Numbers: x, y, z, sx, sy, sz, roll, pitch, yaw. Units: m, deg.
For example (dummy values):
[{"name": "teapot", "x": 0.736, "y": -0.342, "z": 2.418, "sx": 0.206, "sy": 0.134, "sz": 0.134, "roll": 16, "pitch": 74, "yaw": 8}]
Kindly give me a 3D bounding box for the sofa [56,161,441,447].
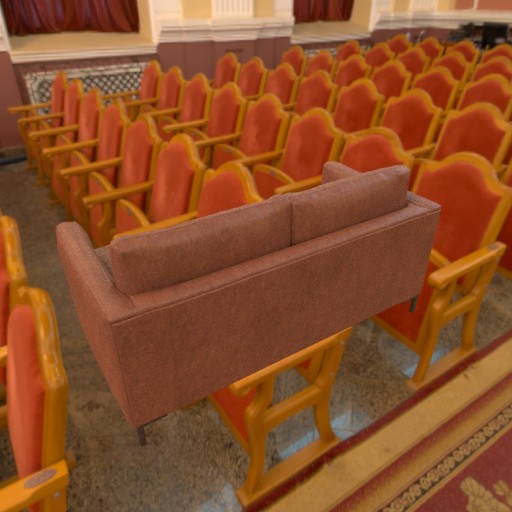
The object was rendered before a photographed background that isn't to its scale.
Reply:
[{"name": "sofa", "x": 0.000, "y": 0.000, "z": 2.336, "sx": 1.797, "sy": 0.883, "sz": 0.899, "roll": -18, "pitch": 35, "yaw": -28}]
